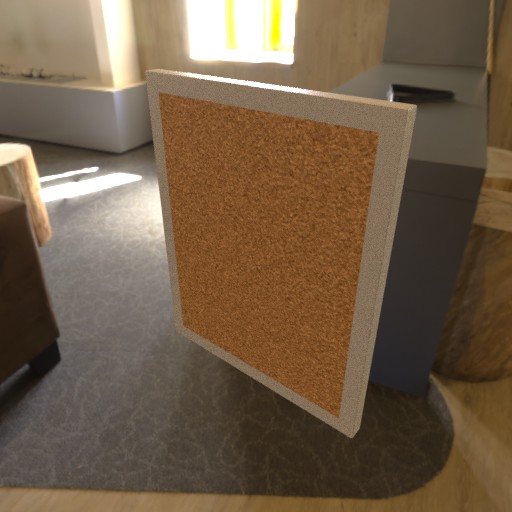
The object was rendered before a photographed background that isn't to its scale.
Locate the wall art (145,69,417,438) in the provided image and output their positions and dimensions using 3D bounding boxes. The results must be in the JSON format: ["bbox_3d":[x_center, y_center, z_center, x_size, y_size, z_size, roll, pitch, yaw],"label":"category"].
[{"bbox_3d":[0.000,0.000,0.761,0.454,0.556,0.028,23,37,33],"label":"wall art"}]
